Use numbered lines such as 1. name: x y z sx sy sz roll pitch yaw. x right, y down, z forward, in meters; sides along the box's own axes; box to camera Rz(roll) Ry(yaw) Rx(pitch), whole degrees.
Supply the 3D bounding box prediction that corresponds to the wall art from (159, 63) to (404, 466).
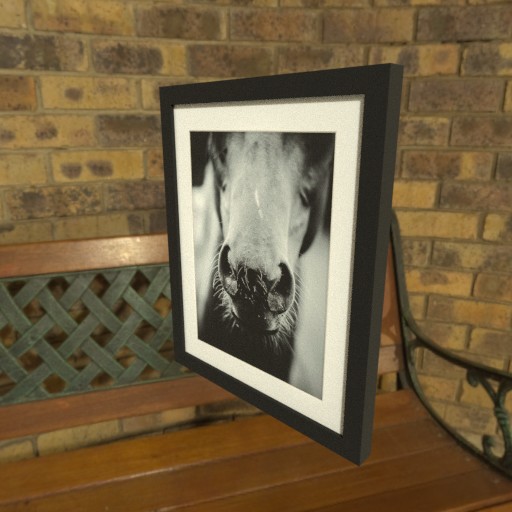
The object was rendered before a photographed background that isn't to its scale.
1. wall art: 0.000 0.000 0.748 0.457 0.559 0.033 15 22 41
